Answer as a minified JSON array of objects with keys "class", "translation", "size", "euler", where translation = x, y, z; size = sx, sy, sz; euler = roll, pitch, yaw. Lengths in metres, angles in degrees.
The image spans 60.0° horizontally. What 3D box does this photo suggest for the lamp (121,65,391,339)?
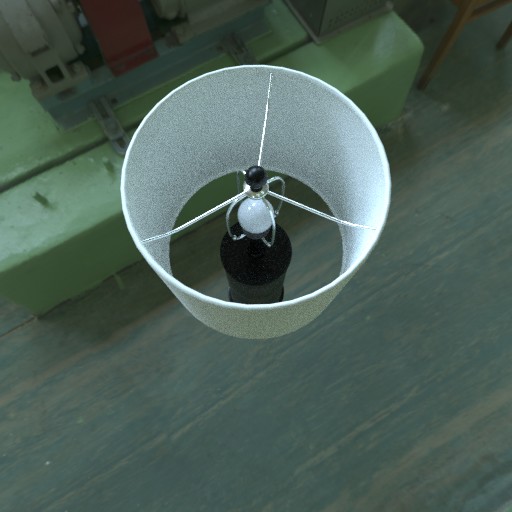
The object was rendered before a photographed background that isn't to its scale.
[{"class":"lamp","translation":[0.000,0.000,0.791],"size":[0.305,0.634,0.305],"euler":[-31,76,-9]}]
